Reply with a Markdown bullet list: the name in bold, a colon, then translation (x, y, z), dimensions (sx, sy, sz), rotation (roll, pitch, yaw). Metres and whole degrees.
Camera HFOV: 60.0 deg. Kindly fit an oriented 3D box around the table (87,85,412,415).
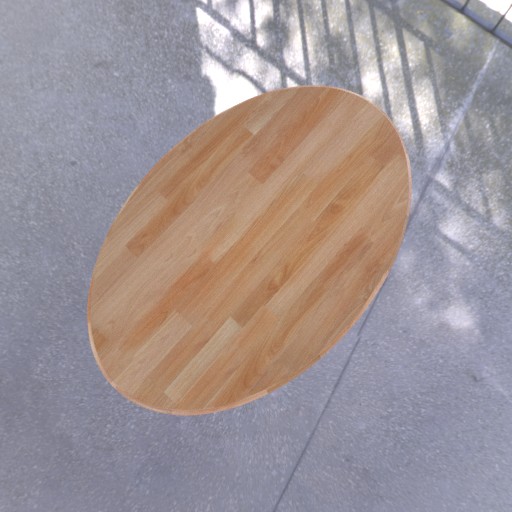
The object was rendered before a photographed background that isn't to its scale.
- **table**: translation (0.000, 0.000, 1.383), dimensions (0.690, 0.490, 1.040), rotation (40, 79, 9)
